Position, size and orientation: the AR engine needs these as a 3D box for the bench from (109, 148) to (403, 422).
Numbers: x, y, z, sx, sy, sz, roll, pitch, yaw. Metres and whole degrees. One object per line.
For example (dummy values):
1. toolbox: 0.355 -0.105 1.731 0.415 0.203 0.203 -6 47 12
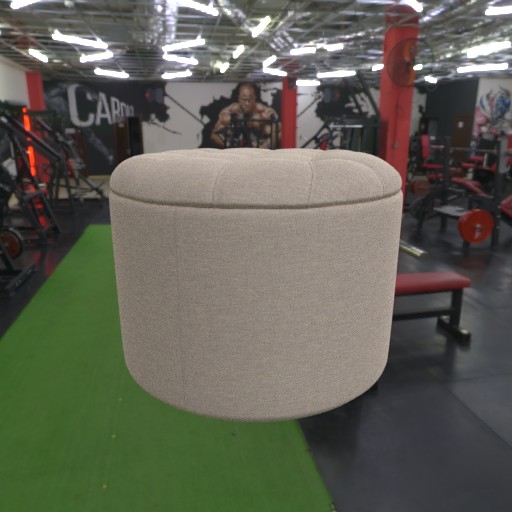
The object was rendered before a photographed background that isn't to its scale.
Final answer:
1. bench: 0.000 0.000 0.987 0.600 0.454 0.600 0 16 0
